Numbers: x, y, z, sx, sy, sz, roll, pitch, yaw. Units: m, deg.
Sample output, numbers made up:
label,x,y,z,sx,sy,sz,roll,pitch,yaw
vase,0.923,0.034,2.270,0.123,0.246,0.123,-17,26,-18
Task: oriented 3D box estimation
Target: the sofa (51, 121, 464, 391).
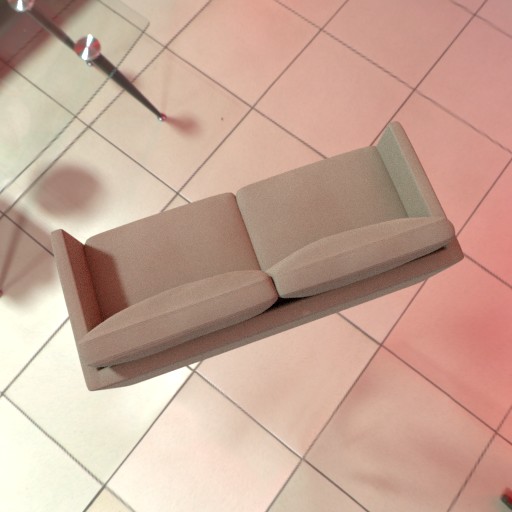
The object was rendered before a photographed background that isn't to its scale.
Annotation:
label,x,y,z,sx,sy,sz,roll,pitch,yaw
sofa,0.000,0.000,2.725,2.181,0.932,0.948,-19,77,-5
